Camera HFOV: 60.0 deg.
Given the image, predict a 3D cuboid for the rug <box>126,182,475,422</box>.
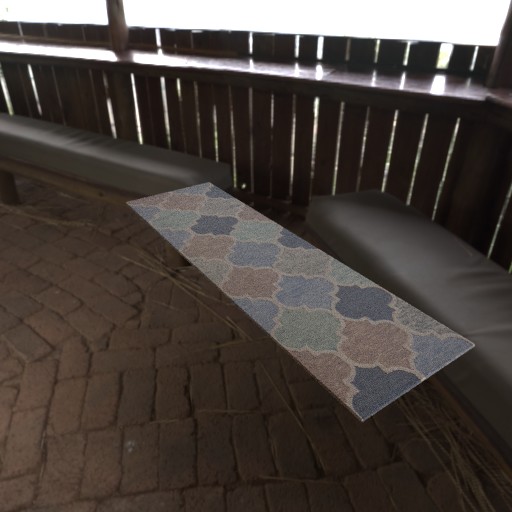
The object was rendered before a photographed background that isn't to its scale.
[{"bbox_3d":[0.000,0.000,2.527,0.687,0.011,2.287,-20,36,-29],"label":"rug"}]
